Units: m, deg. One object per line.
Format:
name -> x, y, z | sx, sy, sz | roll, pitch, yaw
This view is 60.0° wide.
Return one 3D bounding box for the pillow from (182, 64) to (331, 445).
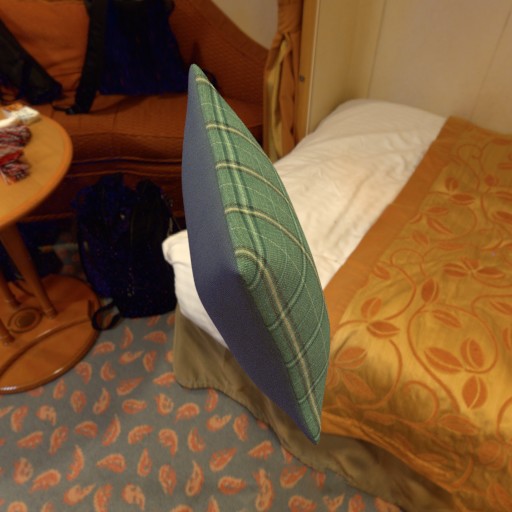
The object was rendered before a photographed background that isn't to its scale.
pillow -> 0.000, 0.000, 0.695 | 0.200, 0.430, 0.453 | -8, 45, -8
